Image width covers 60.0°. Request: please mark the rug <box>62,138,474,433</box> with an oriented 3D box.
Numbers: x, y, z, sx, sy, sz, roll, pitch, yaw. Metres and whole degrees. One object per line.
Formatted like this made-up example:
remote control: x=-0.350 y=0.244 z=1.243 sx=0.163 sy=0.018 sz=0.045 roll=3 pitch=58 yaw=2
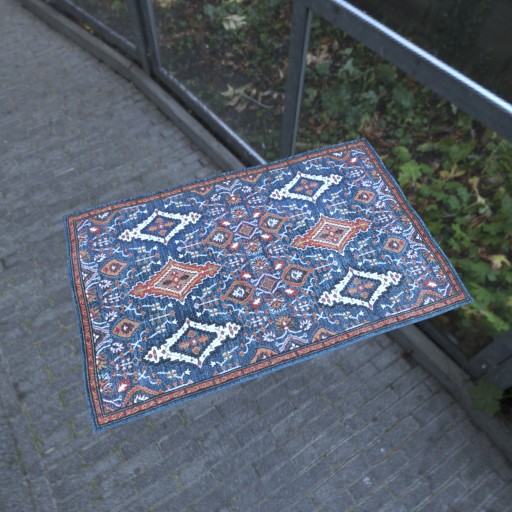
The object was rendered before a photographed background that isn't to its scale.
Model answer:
rug: x=0.000 y=0.000 z=2.284 sx=1.847 sy=0.014 sz=1.195 roll=-16 pitch=60 yaw=-10
